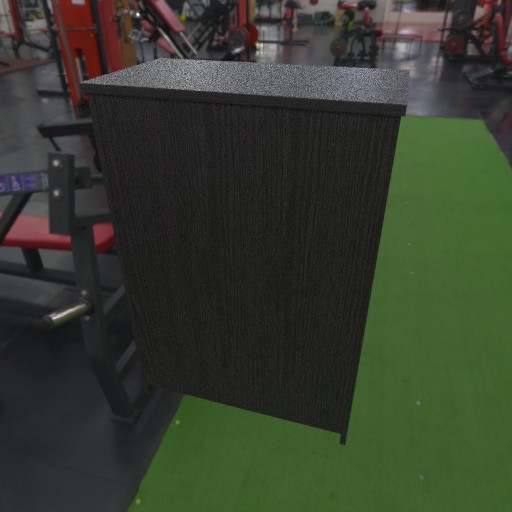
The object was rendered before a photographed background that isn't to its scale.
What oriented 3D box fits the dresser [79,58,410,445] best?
[{"bbox_3d":[0.000,0.000,1.333,0.704,1.020,0.399,9,33,14],"label":"dresser"}]
